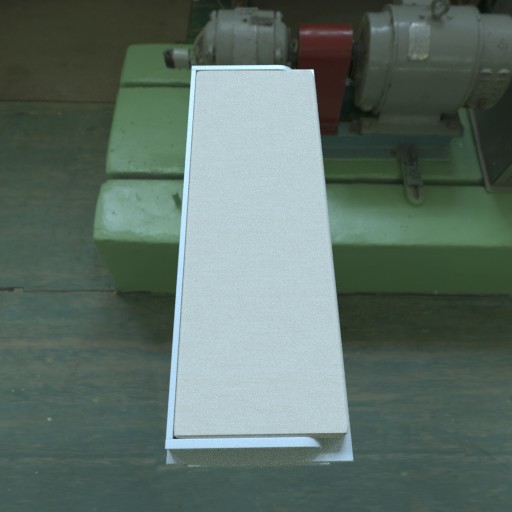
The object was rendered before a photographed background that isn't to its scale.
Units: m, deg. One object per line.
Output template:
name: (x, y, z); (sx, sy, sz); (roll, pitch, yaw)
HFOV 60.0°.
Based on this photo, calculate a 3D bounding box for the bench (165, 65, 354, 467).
bench: (0.000, 0.000, 1.386); (0.402, 0.486, 1.185); (-1, 64, 0)
